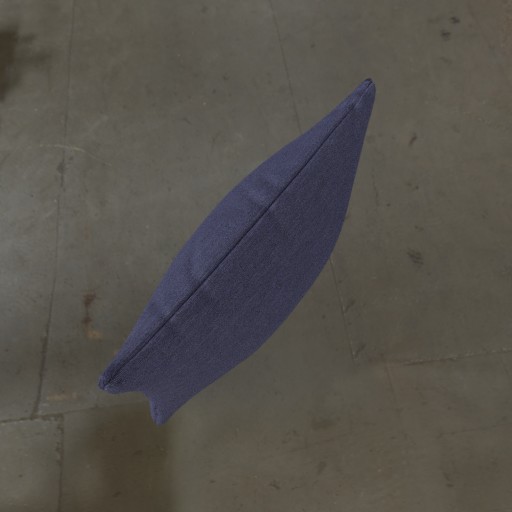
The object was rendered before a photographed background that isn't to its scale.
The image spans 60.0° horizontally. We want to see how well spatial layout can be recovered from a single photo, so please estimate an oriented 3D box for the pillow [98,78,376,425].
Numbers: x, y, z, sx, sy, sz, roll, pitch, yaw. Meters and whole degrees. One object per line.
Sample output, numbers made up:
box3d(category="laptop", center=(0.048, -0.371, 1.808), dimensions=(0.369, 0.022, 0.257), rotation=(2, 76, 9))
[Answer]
box3d(category="pillow", center=(0.000, 0.000, 0.777), dimensions=(0.210, 0.338, 0.633), rotation=(34, 68, 15))
